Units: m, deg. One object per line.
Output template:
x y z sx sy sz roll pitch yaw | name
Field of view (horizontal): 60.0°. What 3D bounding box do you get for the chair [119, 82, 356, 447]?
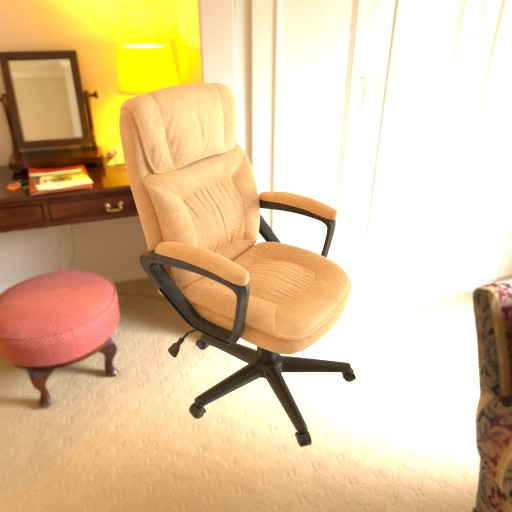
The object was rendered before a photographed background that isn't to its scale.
0.000 0.000 1.581 0.724 1.105 0.667 18 33 30 | chair
